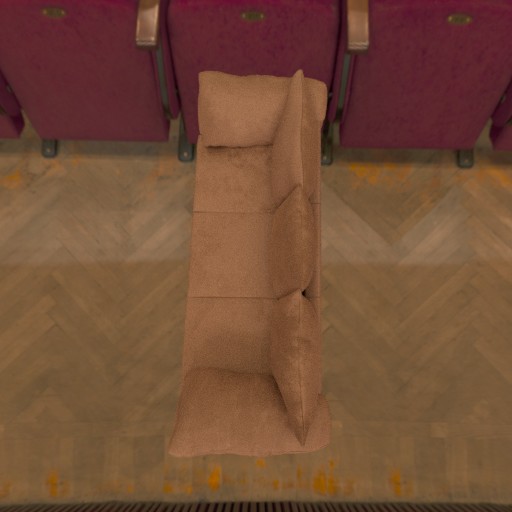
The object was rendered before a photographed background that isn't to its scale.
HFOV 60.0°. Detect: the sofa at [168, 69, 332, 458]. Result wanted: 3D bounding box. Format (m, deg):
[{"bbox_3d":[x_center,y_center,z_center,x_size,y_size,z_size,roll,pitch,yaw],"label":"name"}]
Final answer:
[{"bbox_3d":[0.000,0.000,2.908,0.893,0.981,2.377,2,76,0],"label":"sofa"}]
